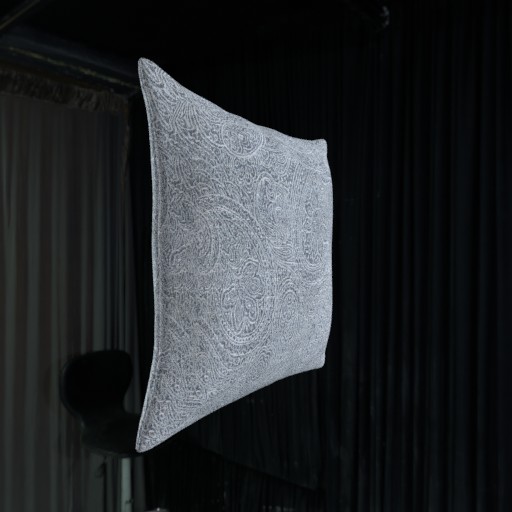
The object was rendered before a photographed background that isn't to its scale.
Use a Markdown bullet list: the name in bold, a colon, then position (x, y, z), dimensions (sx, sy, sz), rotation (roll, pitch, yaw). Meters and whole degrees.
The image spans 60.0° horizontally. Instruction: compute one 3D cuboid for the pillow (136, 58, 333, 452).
- **pillow**: position (0.000, 0.000, 0.782), dimensions (0.166, 0.510, 0.523), rotation (0, 1, 36)
